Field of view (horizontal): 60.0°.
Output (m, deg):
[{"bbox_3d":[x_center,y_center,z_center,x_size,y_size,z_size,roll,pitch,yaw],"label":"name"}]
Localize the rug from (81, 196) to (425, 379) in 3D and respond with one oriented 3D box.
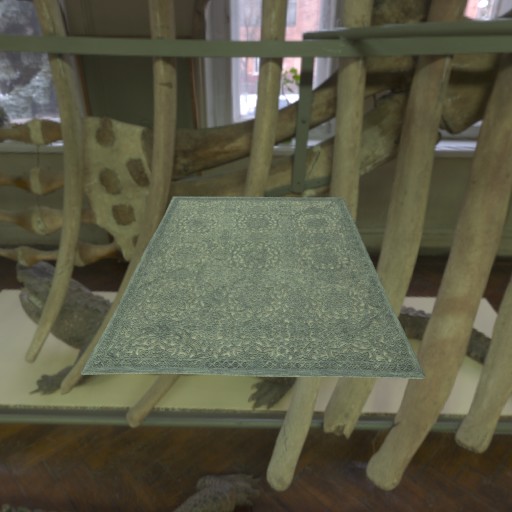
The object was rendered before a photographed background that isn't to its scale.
[{"bbox_3d":[0.000,0.000,2.374,1.224,0.016,1.830,0,28,1],"label":"rug"}]
